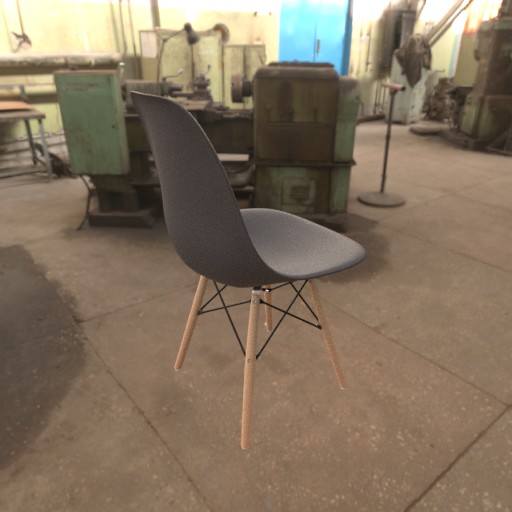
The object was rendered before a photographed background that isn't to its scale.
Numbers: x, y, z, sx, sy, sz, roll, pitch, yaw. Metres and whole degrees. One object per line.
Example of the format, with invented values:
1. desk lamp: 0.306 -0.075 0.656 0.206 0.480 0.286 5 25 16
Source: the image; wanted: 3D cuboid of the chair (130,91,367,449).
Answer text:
1. chair: 0.000 0.000 1.151 0.533 0.826 0.470 -17 31 -32
